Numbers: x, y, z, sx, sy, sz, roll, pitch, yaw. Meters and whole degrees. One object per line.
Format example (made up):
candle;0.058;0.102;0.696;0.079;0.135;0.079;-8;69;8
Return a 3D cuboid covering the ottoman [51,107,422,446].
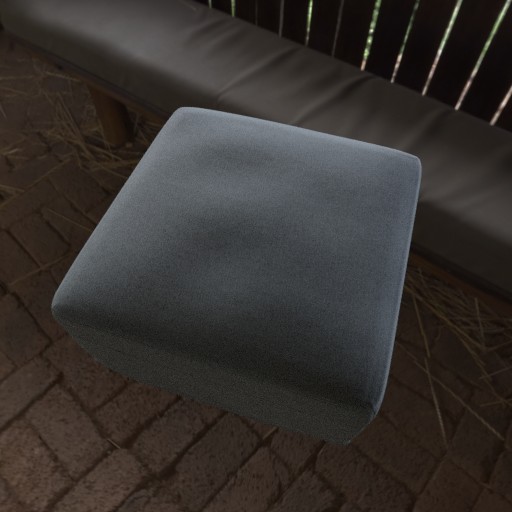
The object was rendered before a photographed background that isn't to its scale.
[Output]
ottoman;0.000;0.000;1.363;0.842;0.441;0.843;15;58;10
